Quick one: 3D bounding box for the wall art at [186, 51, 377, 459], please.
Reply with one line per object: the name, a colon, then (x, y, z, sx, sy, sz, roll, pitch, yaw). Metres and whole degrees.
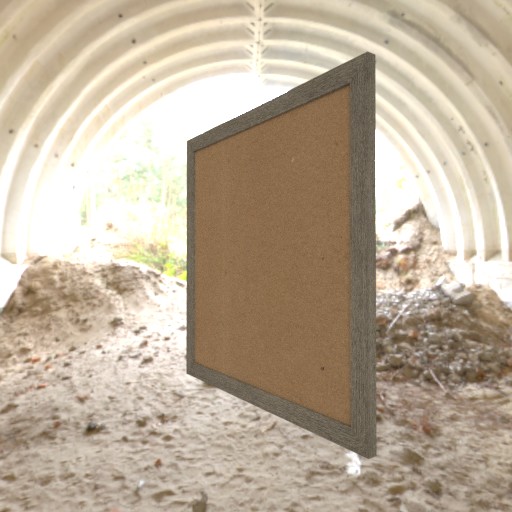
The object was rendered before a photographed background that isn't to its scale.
wall art: (0.000, 0.000, 1.030, 0.020, 0.685, 0.685, 0, -1, -35)
